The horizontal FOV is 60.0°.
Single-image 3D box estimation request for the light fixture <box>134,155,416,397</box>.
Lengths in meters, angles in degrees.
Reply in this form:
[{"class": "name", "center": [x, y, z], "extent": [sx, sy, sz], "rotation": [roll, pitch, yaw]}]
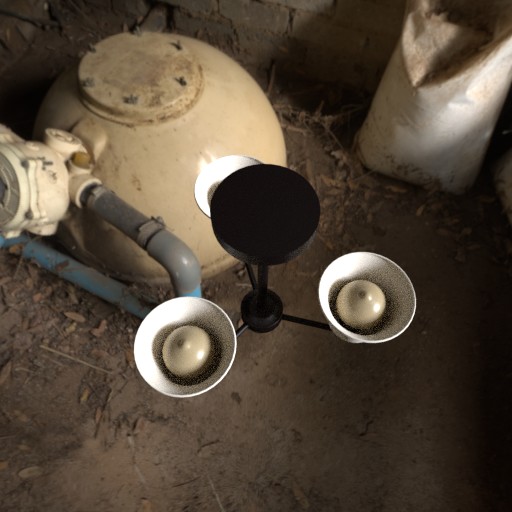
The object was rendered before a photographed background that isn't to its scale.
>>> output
[{"class": "light fixture", "center": [0.000, 0.000, 0.662], "extent": [0.388, 0.370, 0.354], "rotation": [-14, 64, -7]}]
